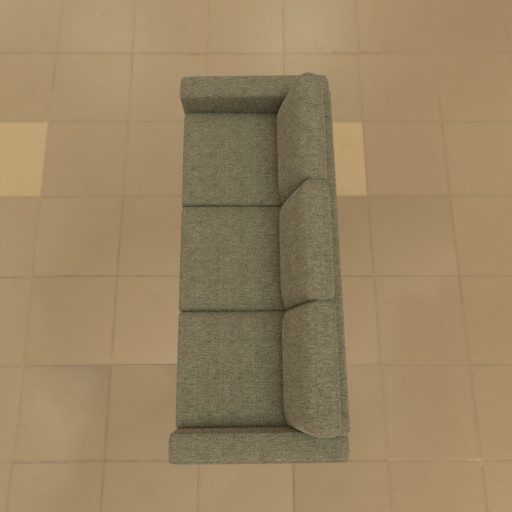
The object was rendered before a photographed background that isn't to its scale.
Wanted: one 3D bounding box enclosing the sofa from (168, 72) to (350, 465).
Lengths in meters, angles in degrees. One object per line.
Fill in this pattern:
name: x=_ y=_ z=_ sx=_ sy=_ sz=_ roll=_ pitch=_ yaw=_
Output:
sofa: x=0.000 y=0.000 z=2.550 sx=0.900 sy=0.800 sz=2.160 roll=-1 pitch=77 yaw=0
